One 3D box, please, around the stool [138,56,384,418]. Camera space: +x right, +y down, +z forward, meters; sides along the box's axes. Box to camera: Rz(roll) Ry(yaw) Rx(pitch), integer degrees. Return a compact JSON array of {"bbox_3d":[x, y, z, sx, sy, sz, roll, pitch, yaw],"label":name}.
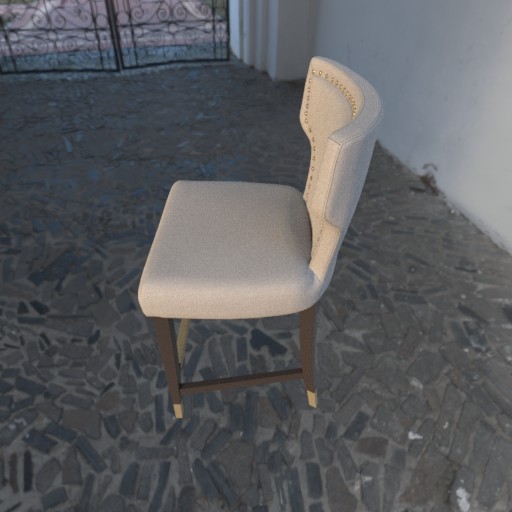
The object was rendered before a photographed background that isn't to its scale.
[{"bbox_3d":[0.000,0.000,1.307,0.563,0.982,0.527,1,40,1],"label":"stool"}]
